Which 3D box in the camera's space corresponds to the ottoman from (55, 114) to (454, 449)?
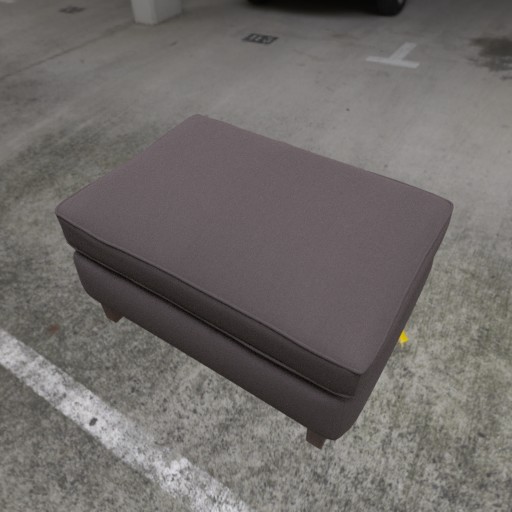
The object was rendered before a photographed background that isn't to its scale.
[{"bbox_3d":[0.000,0.000,0.987,0.686,0.406,0.508,25,51,22],"label":"ottoman"}]
